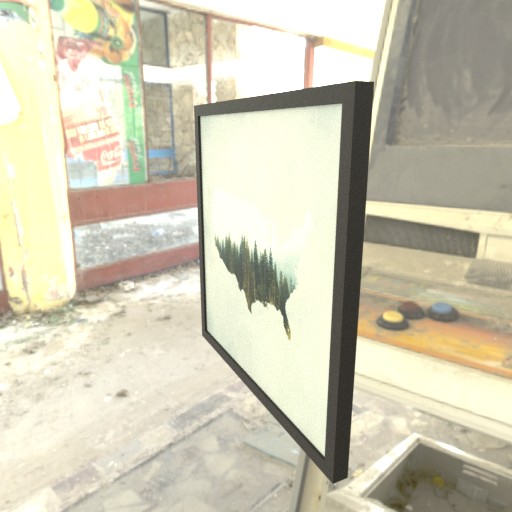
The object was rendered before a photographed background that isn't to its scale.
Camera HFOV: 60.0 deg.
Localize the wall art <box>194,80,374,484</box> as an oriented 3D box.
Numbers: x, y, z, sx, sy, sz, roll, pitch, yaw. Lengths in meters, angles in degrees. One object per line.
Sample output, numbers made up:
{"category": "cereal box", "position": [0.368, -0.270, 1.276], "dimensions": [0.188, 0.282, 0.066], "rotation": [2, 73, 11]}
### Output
{"category": "wall art", "position": [0.000, 0.000, 1.129], "dimensions": [0.038, 0.763, 0.763], "rotation": [-8, 17, -26]}
